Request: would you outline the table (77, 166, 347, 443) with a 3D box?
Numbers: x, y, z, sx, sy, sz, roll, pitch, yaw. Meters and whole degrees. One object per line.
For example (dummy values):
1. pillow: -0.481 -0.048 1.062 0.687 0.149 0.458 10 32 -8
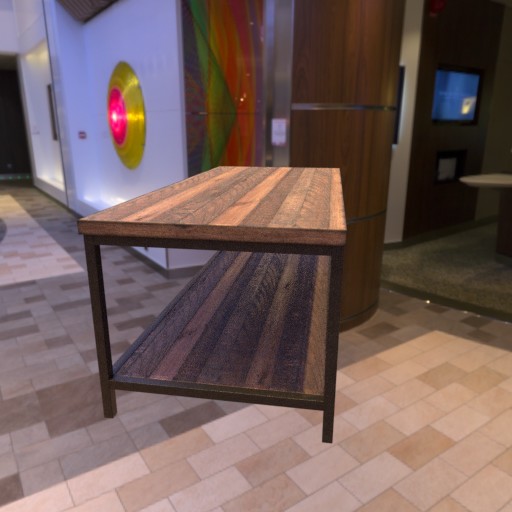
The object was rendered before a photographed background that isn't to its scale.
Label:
1. table: 0.000 0.000 1.243 0.452 0.399 0.990 3 17 9
